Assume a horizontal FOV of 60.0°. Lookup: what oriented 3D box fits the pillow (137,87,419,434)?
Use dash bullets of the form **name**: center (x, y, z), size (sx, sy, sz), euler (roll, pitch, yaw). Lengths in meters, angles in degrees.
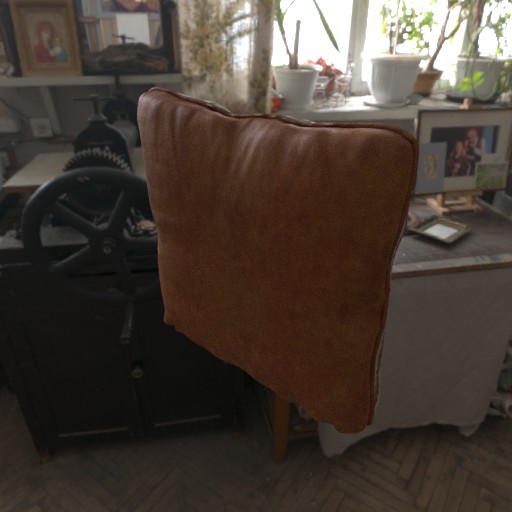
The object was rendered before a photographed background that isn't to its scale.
- **pillow**: center (0.000, 0.000, 0.732), size (0.489, 0.490, 0.130), euler (23, 36, 35)
